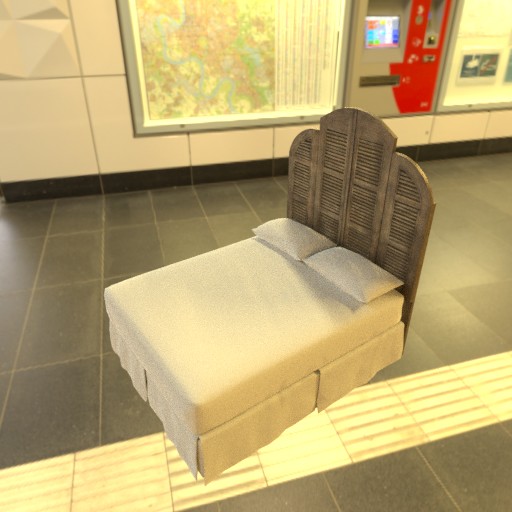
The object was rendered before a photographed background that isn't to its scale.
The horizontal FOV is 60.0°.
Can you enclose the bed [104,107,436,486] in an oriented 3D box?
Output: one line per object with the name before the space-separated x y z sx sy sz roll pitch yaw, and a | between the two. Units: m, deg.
bed | 0.000 0.000 3.512 2.138 2.019 1.713 -20 36 -30
